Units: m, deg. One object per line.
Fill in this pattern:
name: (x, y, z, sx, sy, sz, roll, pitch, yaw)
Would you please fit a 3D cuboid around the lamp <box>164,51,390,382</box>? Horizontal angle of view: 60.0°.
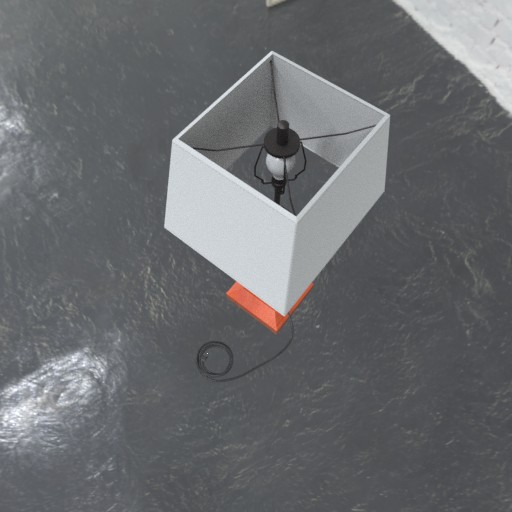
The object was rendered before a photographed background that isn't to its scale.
lamp: (0.000, 0.000, 1.007, 0.310, 0.737, 0.498, 36, 69, 16)
